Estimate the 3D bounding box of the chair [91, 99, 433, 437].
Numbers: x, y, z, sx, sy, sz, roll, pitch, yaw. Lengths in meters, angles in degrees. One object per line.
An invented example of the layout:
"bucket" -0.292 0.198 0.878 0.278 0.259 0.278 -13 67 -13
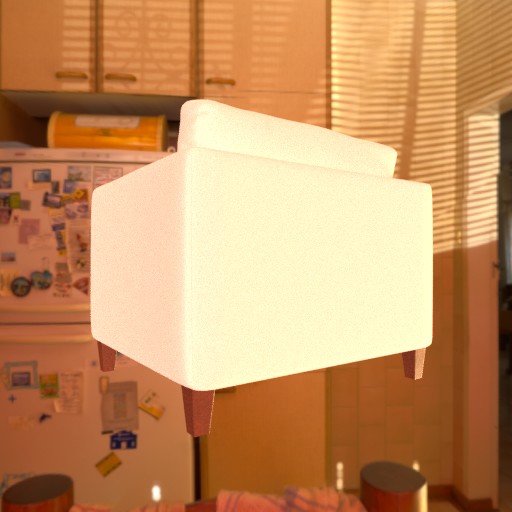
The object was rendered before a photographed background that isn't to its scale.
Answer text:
"chair" 0.000 0.000 1.674 1.019 0.885 0.878 0 0 -35
